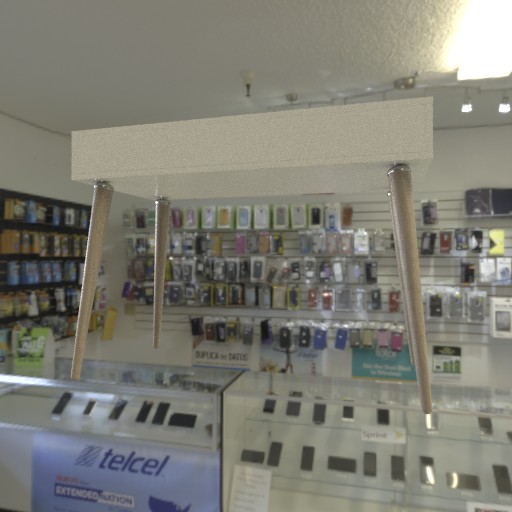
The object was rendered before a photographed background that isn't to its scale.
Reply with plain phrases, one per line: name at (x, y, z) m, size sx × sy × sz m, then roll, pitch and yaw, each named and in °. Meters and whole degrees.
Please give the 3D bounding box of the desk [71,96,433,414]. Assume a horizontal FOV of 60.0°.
desk at (0.000, 0.000, 1.372) m, size 0.979 × 0.723 × 0.491 m, roll 0°, pitch 0°, yaw 17°
